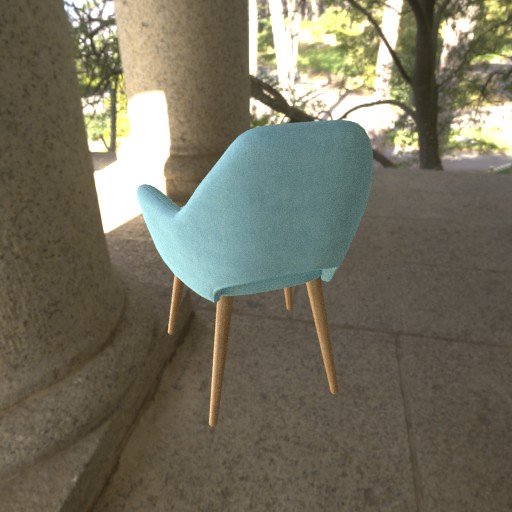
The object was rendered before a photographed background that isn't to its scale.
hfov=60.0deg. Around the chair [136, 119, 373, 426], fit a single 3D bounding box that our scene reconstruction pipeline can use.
[{"bbox_3d":[0.000,0.000,1.229,0.590,0.840,0.610,-9,30,-16],"label":"chair"}]
